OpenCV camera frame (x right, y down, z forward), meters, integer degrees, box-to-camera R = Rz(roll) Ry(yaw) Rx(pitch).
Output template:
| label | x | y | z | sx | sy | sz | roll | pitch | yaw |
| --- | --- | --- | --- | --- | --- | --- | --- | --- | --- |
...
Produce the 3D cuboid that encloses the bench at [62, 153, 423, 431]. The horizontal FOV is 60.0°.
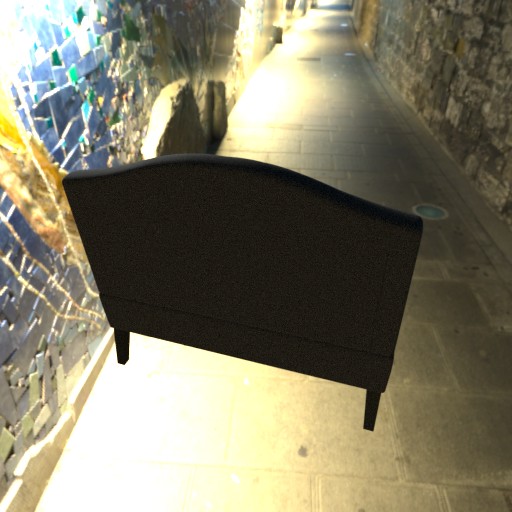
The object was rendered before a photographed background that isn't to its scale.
| label | x | y | z | sx | sy | sz | roll | pitch | yaw |
| --- | --- | --- | --- | --- | --- | --- | --- | --- | --- |
| bench | 0.000 | 0.000 | 2.061 | 1.335 | 1.180 | 0.815 | 10 | 33 | 16 |
